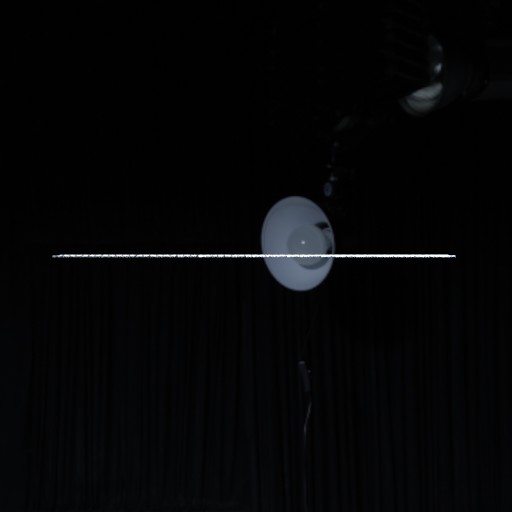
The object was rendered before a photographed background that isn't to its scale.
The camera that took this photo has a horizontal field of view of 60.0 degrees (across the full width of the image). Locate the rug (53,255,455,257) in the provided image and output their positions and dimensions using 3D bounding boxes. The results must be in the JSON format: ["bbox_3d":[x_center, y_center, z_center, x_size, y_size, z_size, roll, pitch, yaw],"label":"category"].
[{"bbox_3d":[0.000,0.000,3.986,2.312,0.013,2.940,0,0,1],"label":"rug"}]
